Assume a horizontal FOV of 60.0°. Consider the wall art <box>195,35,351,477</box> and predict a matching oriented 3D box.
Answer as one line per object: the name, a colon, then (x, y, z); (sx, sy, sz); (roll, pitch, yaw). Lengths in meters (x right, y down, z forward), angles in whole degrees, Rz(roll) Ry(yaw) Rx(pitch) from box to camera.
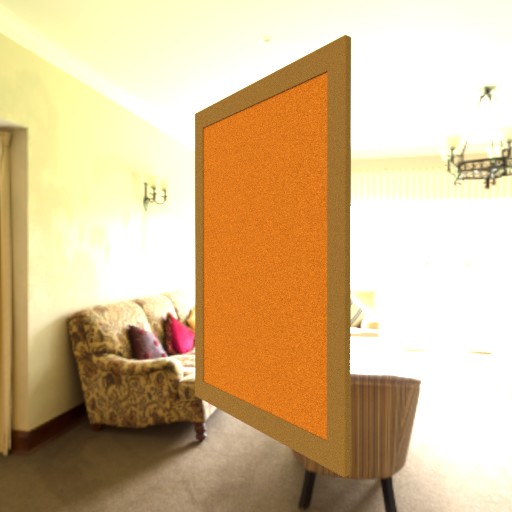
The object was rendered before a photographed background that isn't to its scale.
wall art: (0.000, 0.000, 0.682); (0.012, 0.529, 0.374); (0, 1, -36)
